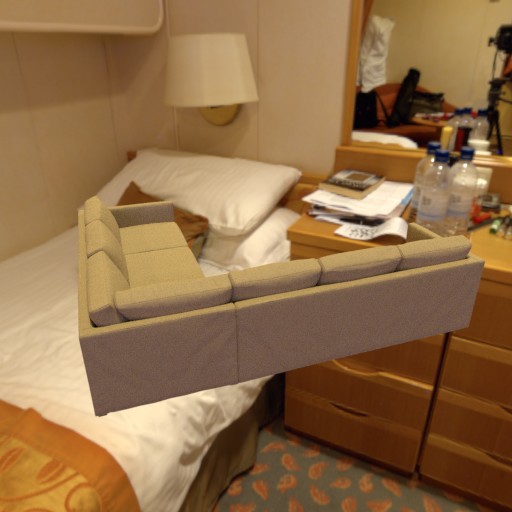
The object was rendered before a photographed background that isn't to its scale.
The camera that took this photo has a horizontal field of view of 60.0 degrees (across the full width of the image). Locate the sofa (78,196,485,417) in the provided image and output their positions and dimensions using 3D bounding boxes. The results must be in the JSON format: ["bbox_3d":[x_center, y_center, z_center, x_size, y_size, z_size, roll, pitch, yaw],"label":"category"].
[{"bbox_3d":[0.000,0.000,4.307,3.182,0.871,2.432,-9,27,-18],"label":"sofa"}]
